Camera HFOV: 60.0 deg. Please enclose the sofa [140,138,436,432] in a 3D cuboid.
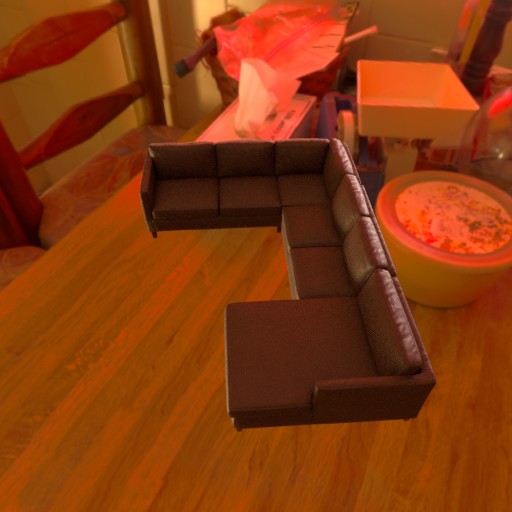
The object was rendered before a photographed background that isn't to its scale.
[{"bbox_3d":[0.000,0.000,4.687,2.593,0.923,3.460,-3,46,-3],"label":"sofa"}]
